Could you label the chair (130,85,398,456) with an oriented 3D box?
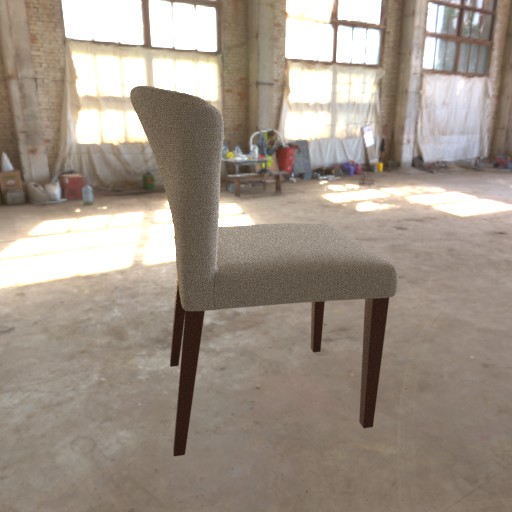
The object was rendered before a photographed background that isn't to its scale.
[{"bbox_3d":[0.000,0.000,1.188,0.589,0.839,0.491,-3,17,-11],"label":"chair"}]
